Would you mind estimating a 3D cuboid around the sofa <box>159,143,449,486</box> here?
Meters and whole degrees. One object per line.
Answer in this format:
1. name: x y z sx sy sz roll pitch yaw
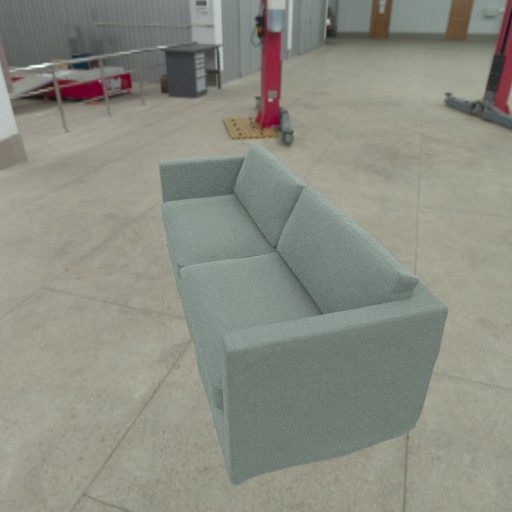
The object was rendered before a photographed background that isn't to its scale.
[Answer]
1. sofa: 0.000 0.000 2.736 0.962 0.853 2.312 -8 31 -15
